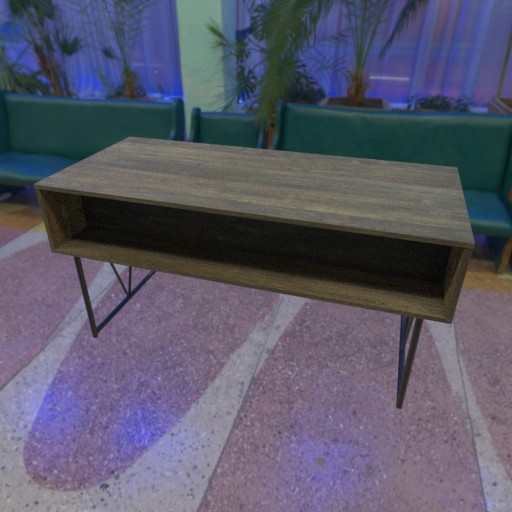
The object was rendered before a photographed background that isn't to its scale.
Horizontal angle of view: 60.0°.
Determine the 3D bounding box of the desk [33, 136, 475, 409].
[{"bbox_3d":[0.000,0.000,2.028,1.600,0.780,0.730,9,32,15],"label":"desk"}]
